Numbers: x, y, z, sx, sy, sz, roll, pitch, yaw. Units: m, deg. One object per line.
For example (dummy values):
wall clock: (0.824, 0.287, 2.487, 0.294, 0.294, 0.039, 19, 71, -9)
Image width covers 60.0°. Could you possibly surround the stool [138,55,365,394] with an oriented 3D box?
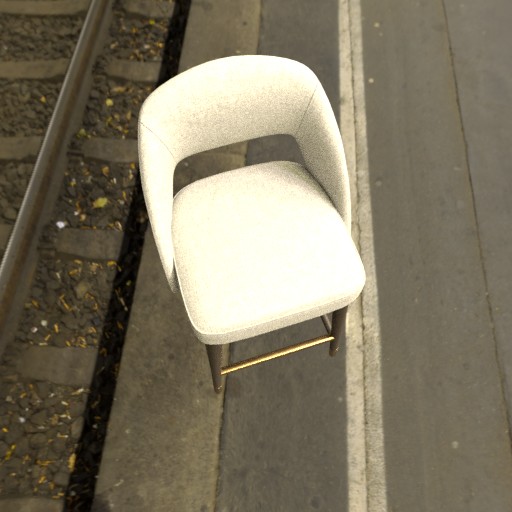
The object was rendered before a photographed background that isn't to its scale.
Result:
stool: (0.000, 0.000, 1.256, 0.494, 0.940, 0.509, -16, 65, -8)
